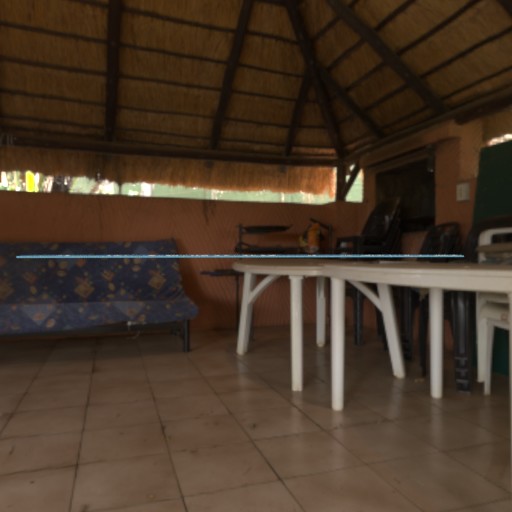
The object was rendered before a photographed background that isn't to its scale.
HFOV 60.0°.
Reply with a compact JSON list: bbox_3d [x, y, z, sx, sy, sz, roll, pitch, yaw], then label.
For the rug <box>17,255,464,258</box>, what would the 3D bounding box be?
[{"bbox_3d":[0.000,0.000,2.390,2.196,0.011,0.662,0,0,-19],"label":"rug"}]
